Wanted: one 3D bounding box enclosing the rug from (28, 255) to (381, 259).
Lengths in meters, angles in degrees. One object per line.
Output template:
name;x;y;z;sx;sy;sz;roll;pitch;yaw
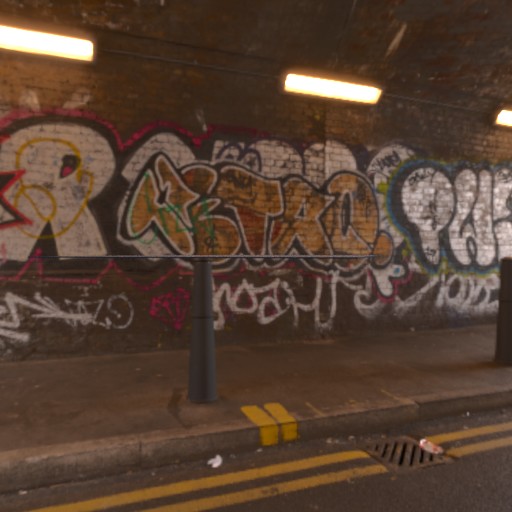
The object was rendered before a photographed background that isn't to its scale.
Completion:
rug;0.000;0.000;2.324;1.200;0.005;1.819;0;0;18
